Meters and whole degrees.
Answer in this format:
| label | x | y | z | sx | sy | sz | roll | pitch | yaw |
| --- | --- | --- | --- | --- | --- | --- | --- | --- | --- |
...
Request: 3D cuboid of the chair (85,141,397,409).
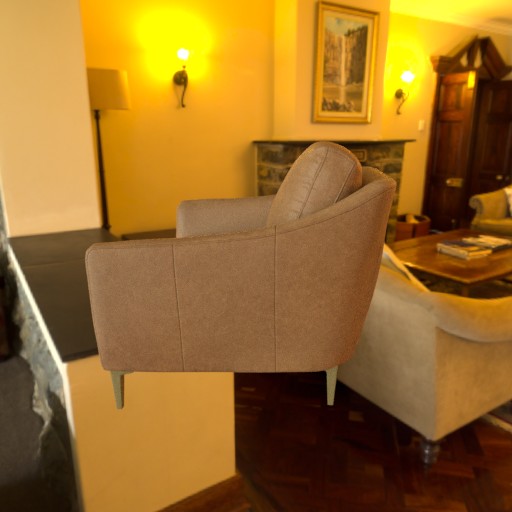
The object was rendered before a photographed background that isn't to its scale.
| label | x | y | z | sx | sy | sz | roll | pitch | yaw |
| --- | --- | --- | --- | --- | --- | --- | --- | --- | --- |
| chair | 0.000 | 0.000 | 1.786 | 0.963 | 0.895 | 0.988 | 2 | 15 | 8 |
